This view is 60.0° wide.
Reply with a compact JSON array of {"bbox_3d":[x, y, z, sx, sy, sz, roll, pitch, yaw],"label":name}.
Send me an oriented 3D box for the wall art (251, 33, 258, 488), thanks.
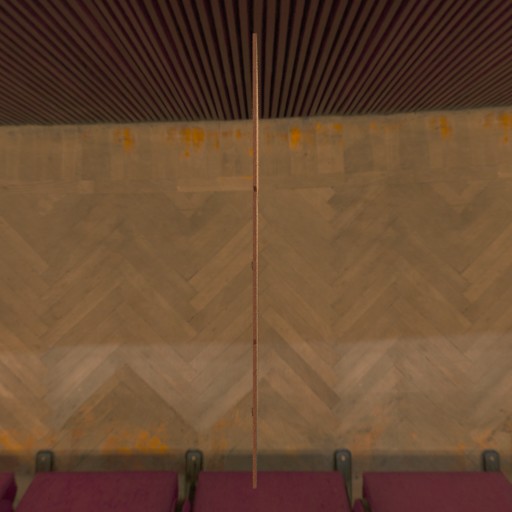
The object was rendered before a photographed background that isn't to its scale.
[{"bbox_3d":[0.000,0.000,2.255,0.019,1.532,1.533,0,93,1],"label":"wall art"}]
